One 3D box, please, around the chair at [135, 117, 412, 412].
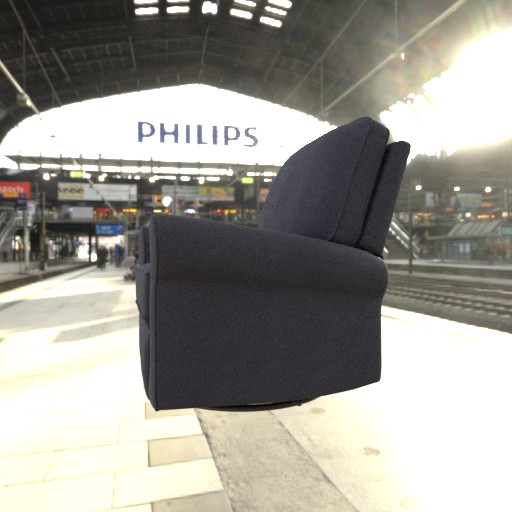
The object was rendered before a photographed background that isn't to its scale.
[{"bbox_3d":[0.000,0.000,1.694,0.878,0.961,0.890,0,1,-17],"label":"chair"}]
